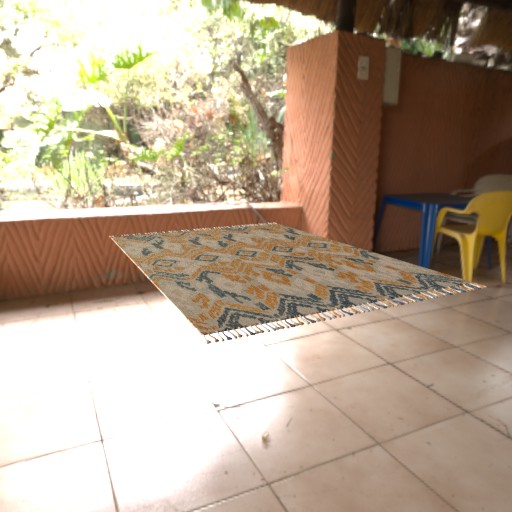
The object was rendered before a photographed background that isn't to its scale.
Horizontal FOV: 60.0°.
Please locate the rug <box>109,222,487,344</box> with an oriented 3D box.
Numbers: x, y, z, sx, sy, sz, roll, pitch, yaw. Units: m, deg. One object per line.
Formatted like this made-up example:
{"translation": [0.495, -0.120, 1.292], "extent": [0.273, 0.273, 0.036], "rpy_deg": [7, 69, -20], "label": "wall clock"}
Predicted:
{"translation": [0.000, 0.000, 2.346], "extent": [1.230, 0.008, 1.827], "rpy_deg": [-7, 15, -26], "label": "rug"}
